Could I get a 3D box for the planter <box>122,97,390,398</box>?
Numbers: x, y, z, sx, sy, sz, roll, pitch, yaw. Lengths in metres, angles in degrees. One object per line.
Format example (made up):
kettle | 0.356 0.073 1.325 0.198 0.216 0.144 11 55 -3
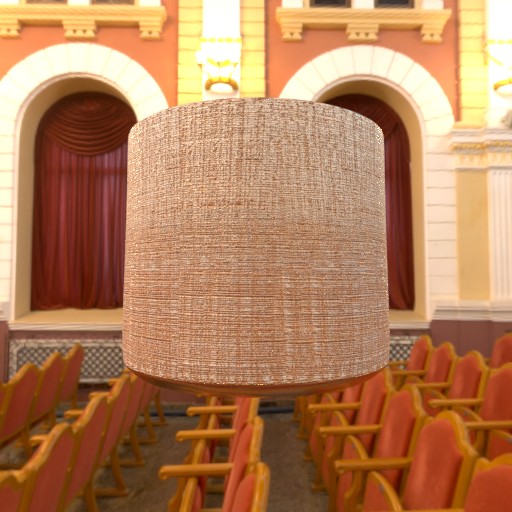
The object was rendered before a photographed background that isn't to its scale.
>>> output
planter | 0.000 0.000 0.310 0.177 0.157 0.177 0 -3 0
